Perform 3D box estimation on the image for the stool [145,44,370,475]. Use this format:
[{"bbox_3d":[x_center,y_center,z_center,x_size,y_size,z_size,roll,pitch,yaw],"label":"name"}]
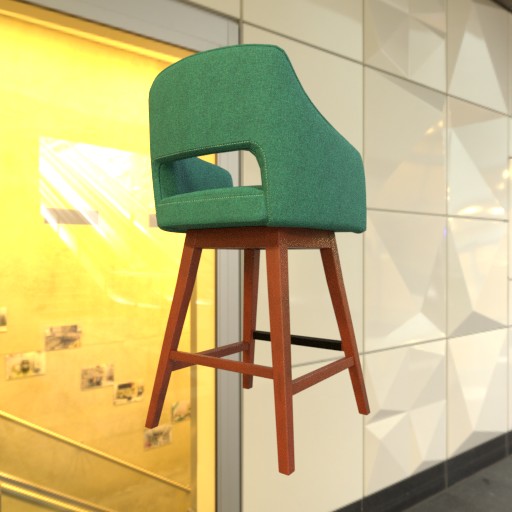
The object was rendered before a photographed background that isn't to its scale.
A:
[{"bbox_3d":[0.000,0.000,1.272,0.548,0.961,0.556,0,0,36],"label":"stool"}]
